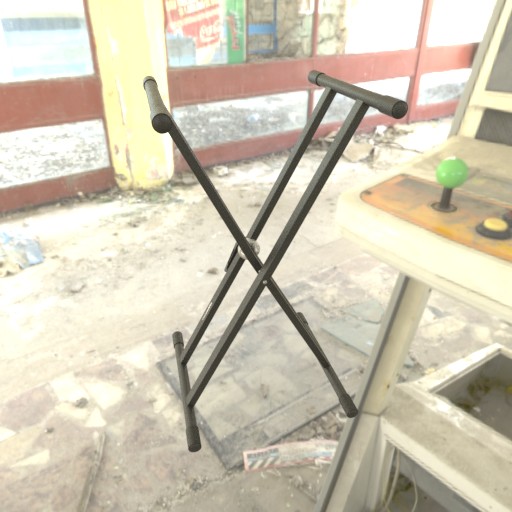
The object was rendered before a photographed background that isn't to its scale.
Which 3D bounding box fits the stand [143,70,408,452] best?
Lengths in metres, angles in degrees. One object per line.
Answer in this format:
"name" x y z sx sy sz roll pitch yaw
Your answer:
"stand" 0.000 0.000 1.244 0.503 0.900 0.495 -7 30 -12
